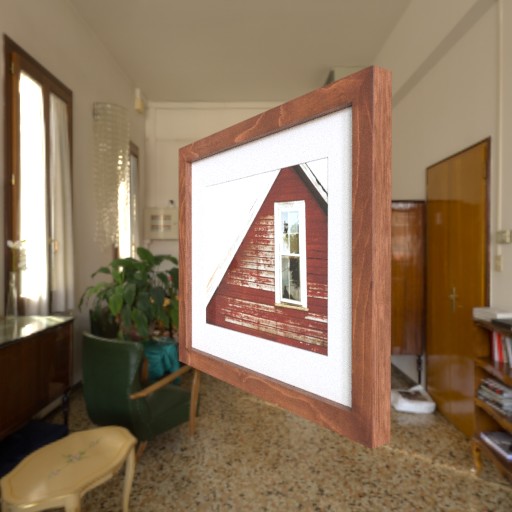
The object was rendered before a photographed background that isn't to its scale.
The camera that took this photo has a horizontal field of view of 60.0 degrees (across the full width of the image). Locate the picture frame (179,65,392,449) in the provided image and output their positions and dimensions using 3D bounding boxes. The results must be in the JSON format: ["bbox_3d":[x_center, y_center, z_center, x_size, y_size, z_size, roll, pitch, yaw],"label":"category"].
[{"bbox_3d":[0.000,0.000,0.543,0.025,0.330,0.381,0,1,-35],"label":"picture frame"}]
